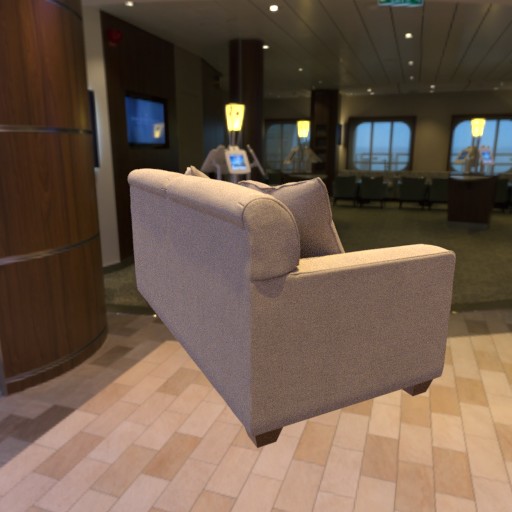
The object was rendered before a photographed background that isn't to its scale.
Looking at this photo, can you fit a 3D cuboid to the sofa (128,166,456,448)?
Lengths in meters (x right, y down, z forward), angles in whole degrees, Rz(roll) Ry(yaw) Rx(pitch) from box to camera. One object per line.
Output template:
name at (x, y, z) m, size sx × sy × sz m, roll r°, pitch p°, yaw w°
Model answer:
sofa at (0.000, 0.000, 2.443) m, size 0.998 × 0.958 × 1.846 m, roll -7°, pitch 15°, yaw -26°
